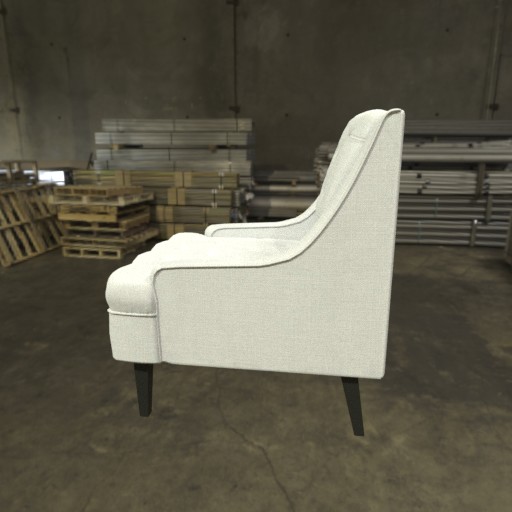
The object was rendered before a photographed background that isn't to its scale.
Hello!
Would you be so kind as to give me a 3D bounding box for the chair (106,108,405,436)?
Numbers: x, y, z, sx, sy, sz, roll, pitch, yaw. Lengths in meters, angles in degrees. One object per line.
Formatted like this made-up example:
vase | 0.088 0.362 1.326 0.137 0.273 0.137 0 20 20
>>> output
chair | 0.000 0.000 1.454 0.772 0.891 0.658 2 15 8
